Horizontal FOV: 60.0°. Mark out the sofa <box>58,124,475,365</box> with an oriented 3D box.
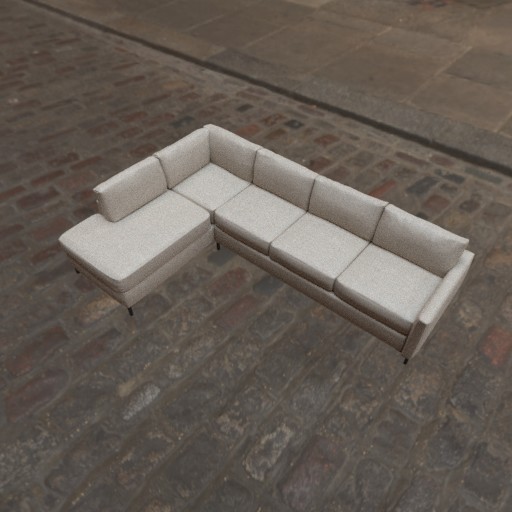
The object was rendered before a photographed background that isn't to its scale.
[{"bbox_3d":[0.000,0.000,3.110,2.423,0.703,1.617,30,53,26],"label":"sofa"}]
